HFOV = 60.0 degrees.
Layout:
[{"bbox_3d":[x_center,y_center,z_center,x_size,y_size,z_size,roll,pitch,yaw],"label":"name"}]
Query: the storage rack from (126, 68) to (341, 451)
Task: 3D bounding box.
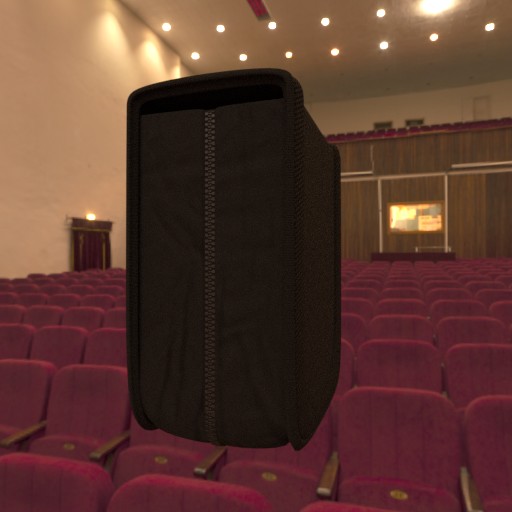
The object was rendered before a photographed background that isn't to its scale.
[{"bbox_3d":[0.000,0.000,0.533,0.168,0.387,0.297,0,-1,18],"label":"storage rack"}]
